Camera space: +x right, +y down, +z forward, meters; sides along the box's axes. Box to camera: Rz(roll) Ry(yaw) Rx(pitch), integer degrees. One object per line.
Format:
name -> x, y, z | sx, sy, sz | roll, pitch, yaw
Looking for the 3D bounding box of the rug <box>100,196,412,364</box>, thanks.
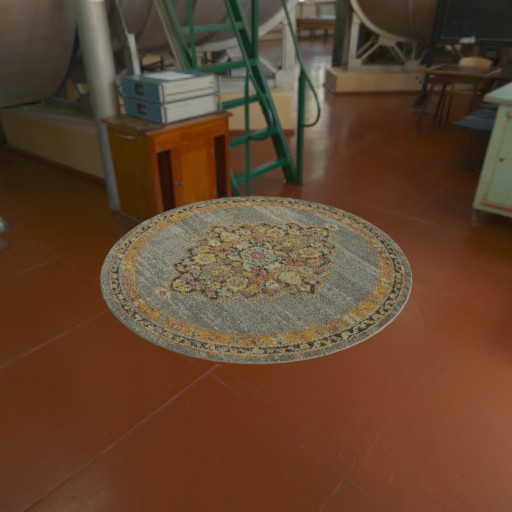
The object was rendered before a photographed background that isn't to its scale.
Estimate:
rug -> 0.000, 0.000, 2.371 | 1.598, 0.010, 1.598 | 0, 31, 0
